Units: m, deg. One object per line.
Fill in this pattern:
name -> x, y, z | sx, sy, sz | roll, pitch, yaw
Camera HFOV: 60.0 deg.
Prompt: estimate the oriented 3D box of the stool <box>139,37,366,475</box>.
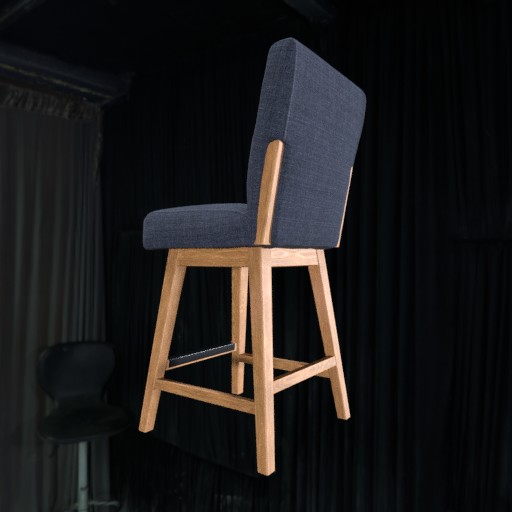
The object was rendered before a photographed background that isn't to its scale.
stool -> 0.000, 0.000, 1.318 | 0.526, 1.010, 0.459 | 0, 0, 36
